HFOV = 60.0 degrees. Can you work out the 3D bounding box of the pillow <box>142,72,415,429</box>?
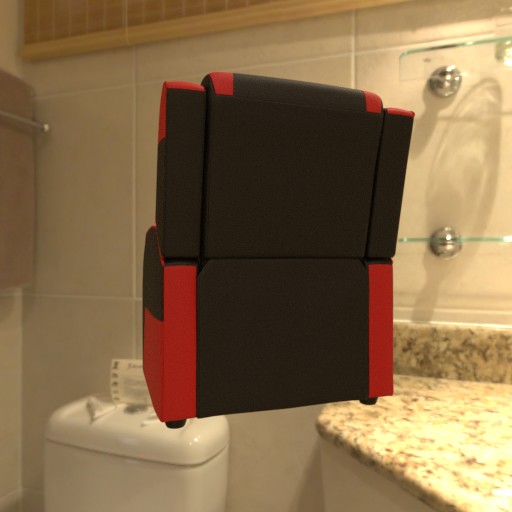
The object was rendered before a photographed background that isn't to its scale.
[{"bbox_3d":[0.000,0.000,1.307,0.620,0.805,0.672,0,0,-18],"label":"pillow"}]
